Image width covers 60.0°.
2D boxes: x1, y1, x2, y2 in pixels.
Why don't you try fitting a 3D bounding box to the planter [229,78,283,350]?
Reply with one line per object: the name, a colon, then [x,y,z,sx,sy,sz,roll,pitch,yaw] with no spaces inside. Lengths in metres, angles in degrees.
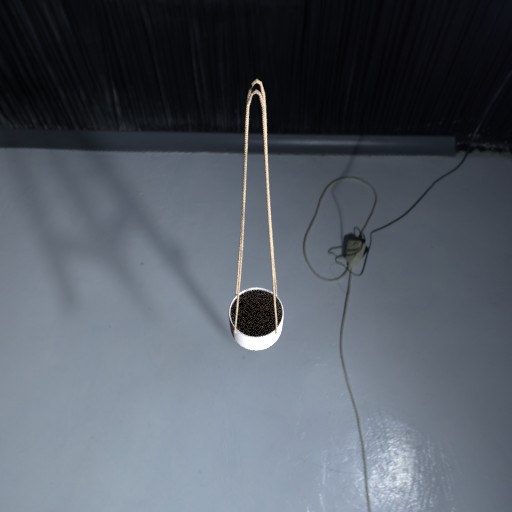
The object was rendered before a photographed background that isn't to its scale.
planter: [0.000,0.000,0.923,0.146,0.841,0.146,1,59,0]
